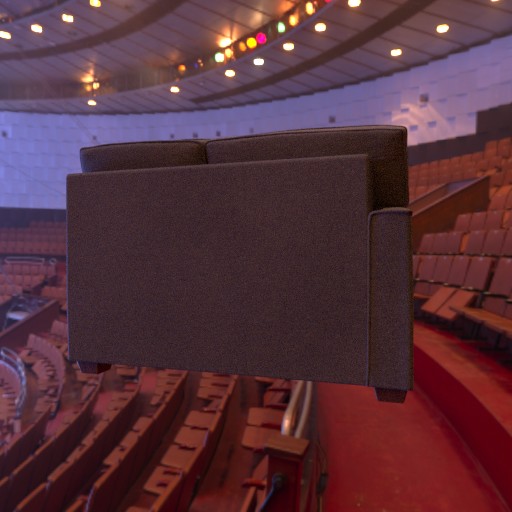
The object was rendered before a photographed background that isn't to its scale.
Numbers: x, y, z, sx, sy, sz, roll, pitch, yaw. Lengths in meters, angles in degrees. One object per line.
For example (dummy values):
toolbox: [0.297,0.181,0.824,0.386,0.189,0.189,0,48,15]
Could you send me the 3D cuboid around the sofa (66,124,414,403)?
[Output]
sofa: [0.000,0.000,2.088,1.388,0.989,0.991,0,0,18]
